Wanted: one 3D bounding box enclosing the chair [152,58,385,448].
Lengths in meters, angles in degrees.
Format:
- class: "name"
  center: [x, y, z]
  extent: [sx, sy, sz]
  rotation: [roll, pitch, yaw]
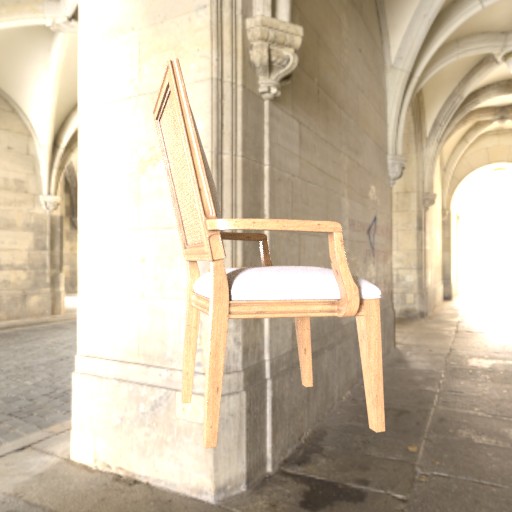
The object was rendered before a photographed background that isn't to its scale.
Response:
- class: "chair"
  center: [0.000, 0.000, 1.393]
  extent: [0.602, 0.990, 0.606]
  rotation: [0, 0, -18]
